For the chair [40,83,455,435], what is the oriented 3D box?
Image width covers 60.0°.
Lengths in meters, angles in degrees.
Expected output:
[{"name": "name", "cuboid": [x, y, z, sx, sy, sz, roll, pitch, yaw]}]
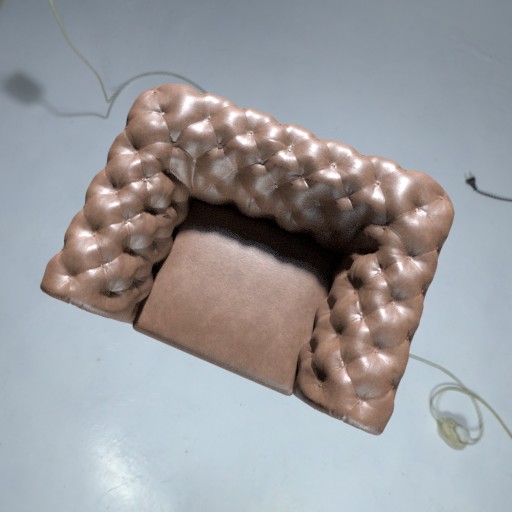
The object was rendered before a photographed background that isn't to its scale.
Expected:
[{"name": "chair", "cuboid": [0.000, 0.000, 1.871, 1.298, 0.784, 0.954, 22, 78, 5]}]
